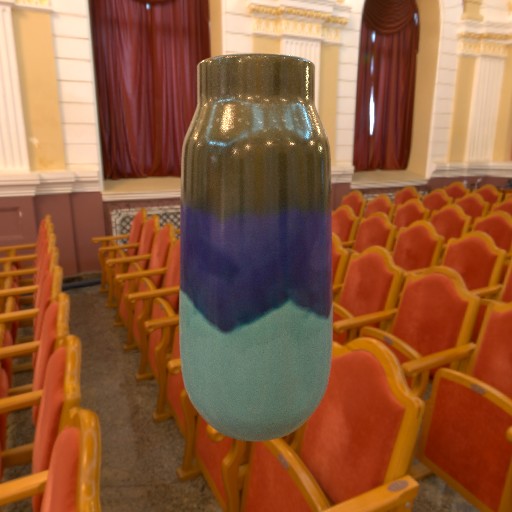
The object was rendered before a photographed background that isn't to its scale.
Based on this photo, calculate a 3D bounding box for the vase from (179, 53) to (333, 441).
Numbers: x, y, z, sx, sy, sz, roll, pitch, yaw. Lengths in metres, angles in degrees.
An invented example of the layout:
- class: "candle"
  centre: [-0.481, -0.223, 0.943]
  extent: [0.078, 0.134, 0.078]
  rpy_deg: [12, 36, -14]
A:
- class: "vase"
  centre: [0.000, 0.000, 0.388]
  extent: [0.139, 0.313, 0.139]
  rpy_deg: [0, 14, 0]
